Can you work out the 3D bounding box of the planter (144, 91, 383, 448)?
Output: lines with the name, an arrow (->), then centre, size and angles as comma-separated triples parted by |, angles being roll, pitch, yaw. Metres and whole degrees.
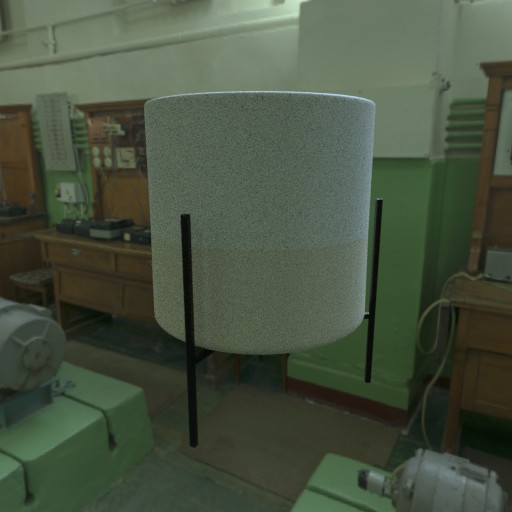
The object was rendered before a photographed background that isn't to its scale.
planter -> 0.000, 0.000, 0.649 | 0.313, 0.423, 0.335 | 7, 15, 27
